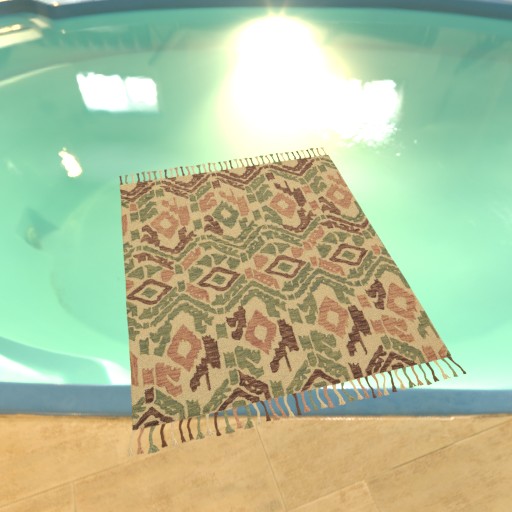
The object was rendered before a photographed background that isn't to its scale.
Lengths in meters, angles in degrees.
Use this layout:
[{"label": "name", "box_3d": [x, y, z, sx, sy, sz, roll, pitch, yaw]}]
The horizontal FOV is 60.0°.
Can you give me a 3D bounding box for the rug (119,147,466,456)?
[{"label": "rug", "box_3d": [0.000, 0.000, 4.038, 2.438, 0.010, 3.048, -10, 48, -9]}]
